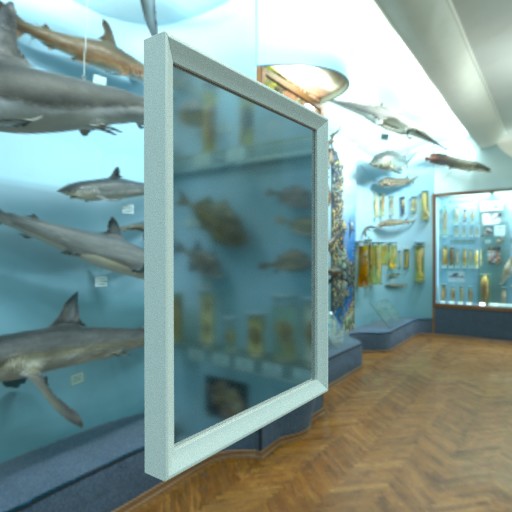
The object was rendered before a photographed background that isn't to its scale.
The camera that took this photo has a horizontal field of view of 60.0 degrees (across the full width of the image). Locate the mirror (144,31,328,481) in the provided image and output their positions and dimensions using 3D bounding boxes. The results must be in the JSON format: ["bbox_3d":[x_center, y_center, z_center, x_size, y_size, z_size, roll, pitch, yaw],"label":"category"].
[{"bbox_3d":[0.000,0.000,0.676,0.041,0.509,0.406,0,1,36],"label":"mirror"}]
